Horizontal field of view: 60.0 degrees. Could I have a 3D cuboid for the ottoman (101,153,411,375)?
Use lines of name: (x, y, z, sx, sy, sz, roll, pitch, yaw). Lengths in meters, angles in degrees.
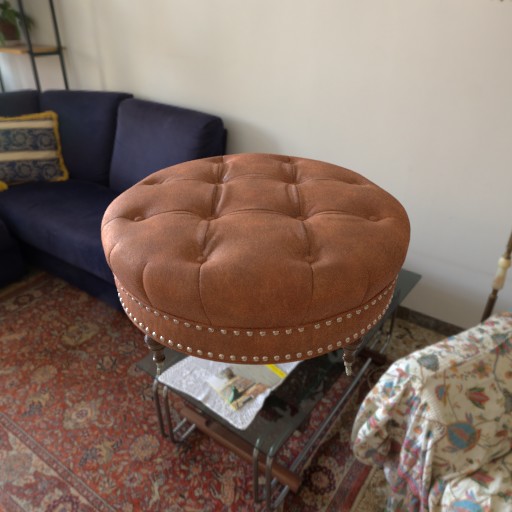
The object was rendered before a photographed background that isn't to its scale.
ottoman: (0.000, 0.000, 1.386, 0.901, 0.444, 0.901, 0, 31, 0)
